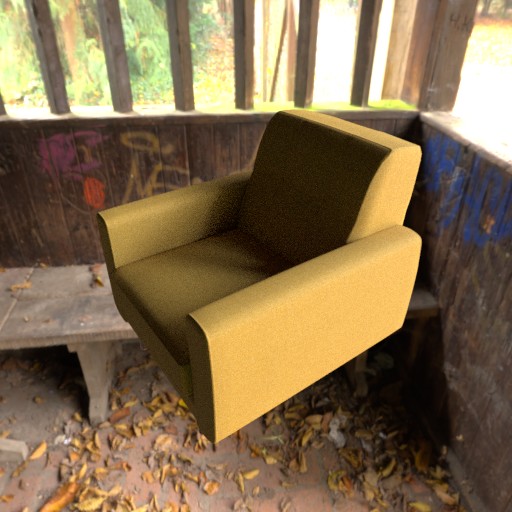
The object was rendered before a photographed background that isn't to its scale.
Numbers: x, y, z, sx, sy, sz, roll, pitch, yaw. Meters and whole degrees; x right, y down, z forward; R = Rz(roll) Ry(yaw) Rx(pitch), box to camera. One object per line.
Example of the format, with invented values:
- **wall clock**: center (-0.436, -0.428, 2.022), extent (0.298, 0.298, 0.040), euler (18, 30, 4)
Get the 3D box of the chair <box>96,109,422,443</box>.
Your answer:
- **chair**: center (0.000, 0.000, 1.605), extent (0.909, 0.841, 0.831), euler (-21, 38, -29)
